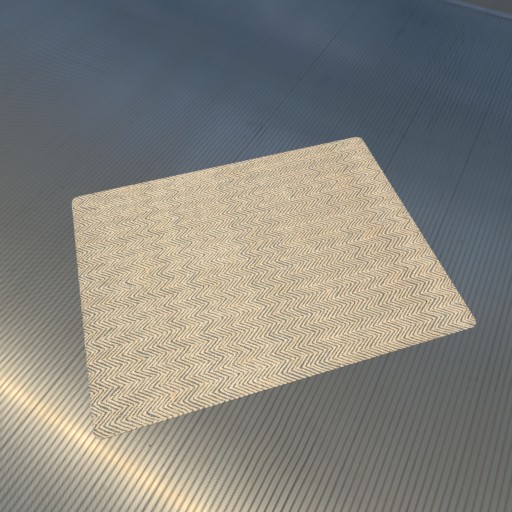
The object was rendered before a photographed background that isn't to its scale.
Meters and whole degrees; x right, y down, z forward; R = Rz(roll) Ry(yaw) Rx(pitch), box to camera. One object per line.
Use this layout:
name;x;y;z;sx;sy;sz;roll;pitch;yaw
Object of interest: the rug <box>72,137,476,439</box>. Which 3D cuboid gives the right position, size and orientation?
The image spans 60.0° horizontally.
rug;0.000;0.000;4.139;3.207;0.014;2.439;-14;58;-9
